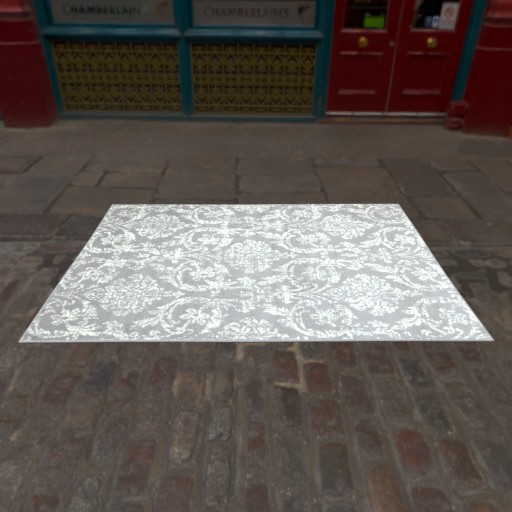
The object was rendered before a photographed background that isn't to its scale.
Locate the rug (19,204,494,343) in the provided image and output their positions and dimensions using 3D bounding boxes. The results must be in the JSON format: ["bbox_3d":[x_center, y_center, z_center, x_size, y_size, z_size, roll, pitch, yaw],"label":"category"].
[{"bbox_3d":[0.000,0.000,2.734,2.206,0.014,1.578,0,30,0],"label":"rug"}]
